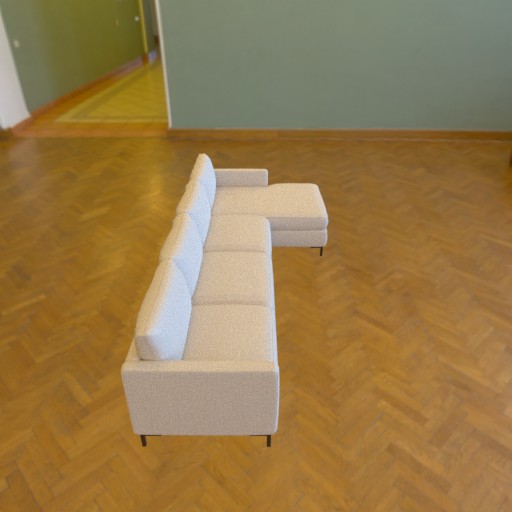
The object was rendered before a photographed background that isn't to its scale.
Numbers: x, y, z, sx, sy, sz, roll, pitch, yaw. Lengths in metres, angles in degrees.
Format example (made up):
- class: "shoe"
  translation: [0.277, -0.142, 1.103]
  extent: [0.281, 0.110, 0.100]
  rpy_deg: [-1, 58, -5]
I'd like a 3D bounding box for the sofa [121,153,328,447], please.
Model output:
- class: "sofa"
  translation: [0.000, 0.000, 3.276]
  extent: [1.258, 0.755, 2.731]
  rpy_deg: [0, 31, 0]
